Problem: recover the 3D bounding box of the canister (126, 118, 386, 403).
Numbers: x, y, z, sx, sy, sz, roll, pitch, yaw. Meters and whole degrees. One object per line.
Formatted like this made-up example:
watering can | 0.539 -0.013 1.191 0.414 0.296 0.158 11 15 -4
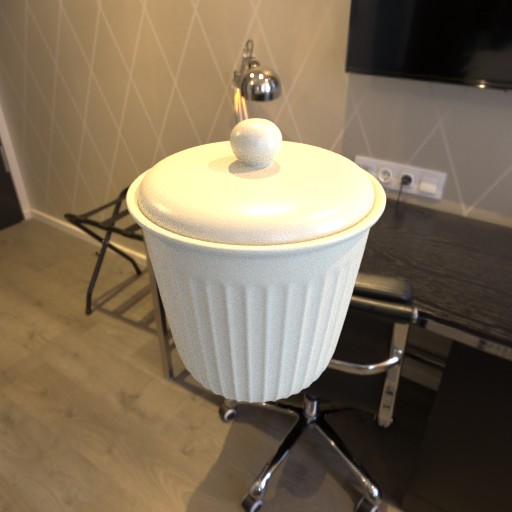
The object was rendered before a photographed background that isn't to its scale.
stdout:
canister | 0.000 0.000 0.348 0.181 0.211 0.181 0 31 0
